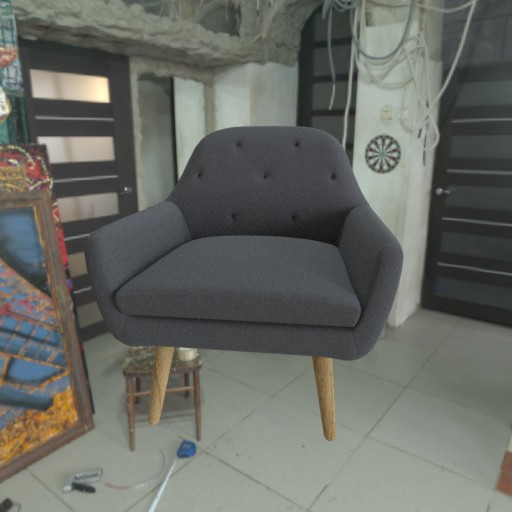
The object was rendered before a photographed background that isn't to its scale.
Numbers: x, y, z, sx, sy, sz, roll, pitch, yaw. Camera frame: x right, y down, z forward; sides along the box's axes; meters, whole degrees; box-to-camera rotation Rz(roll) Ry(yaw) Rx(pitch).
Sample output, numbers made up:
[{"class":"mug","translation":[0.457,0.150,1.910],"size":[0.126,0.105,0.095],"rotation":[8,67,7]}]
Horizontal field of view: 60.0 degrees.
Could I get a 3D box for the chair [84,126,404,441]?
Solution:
[{"class":"chair","translation":[0.000,0.000,1.394],"size":[0.770,0.800,0.779],"rotation":[2,15,8]}]
